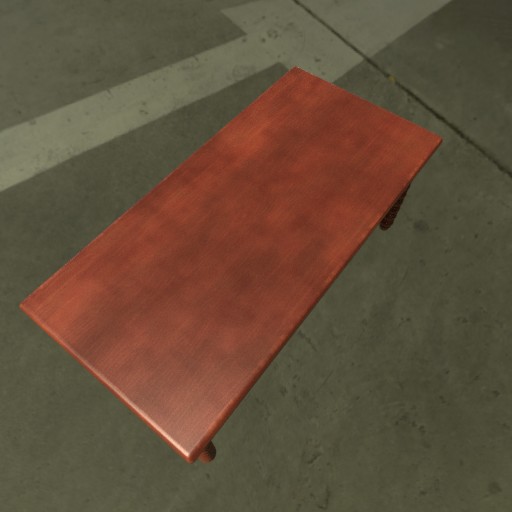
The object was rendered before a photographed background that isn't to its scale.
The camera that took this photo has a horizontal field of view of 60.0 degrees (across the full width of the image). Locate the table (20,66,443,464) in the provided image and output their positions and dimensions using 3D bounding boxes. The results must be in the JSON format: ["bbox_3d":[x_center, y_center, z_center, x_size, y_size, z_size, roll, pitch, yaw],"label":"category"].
[{"bbox_3d":[0.000,0.000,1.439,0.580,0.485,1.171,34,65,18],"label":"table"}]
